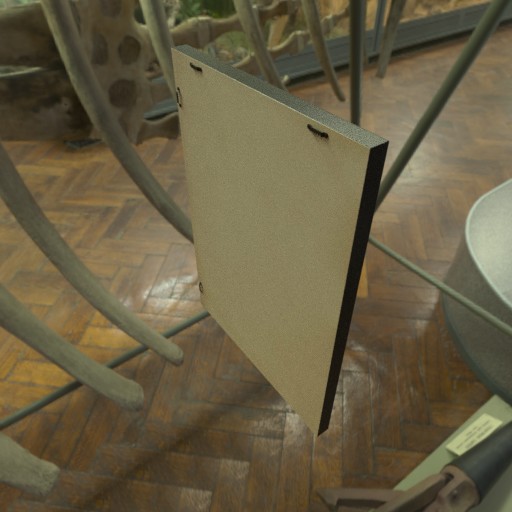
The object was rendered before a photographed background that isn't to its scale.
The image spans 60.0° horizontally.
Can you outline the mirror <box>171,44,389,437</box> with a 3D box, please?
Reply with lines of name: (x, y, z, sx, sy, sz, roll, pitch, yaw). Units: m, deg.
mirror: (0.000, 0.000, 0.927, 0.039, 0.710, 0.507, -26, 47, -27)
